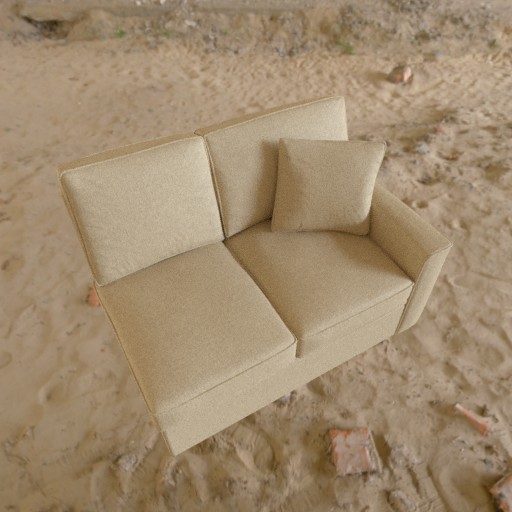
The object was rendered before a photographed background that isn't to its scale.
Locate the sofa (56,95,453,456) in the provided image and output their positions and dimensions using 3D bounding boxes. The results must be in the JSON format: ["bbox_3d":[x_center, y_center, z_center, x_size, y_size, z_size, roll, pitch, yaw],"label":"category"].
[{"bbox_3d":[0.000,0.000,2.018,1.388,0.989,0.991,-22,50,-20],"label":"sofa"}]
